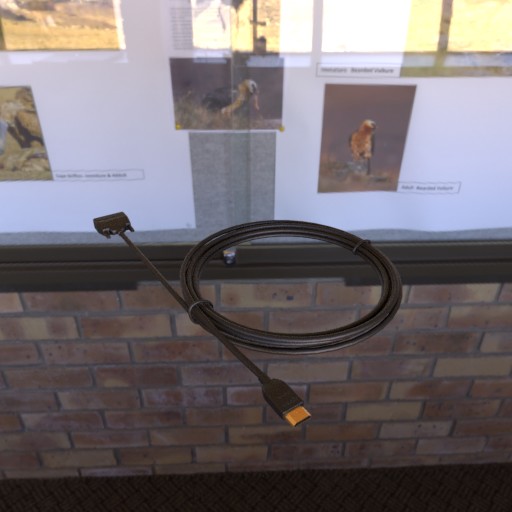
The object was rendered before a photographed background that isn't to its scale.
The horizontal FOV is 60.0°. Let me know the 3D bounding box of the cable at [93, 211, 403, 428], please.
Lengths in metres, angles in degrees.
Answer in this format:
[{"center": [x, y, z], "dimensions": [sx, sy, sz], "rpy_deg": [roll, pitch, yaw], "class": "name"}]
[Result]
[{"center": [0.000, 0.000, 0.516], "dimensions": [0.257, 0.030, 0.422], "rpy_deg": [-19, 36, -29], "class": "cable"}]
